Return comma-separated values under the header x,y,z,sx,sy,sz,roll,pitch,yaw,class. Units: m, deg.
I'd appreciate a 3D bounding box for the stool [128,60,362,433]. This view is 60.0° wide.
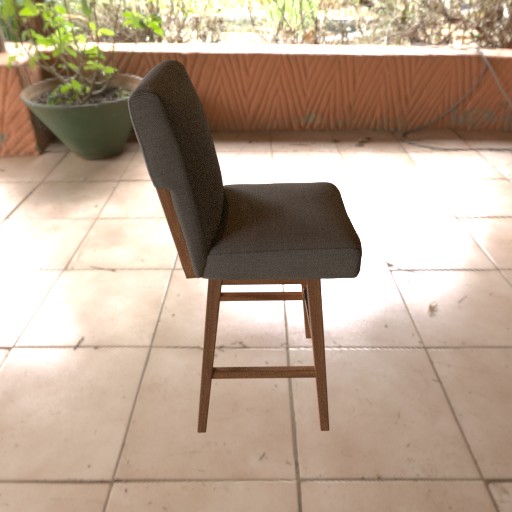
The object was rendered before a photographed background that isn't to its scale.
x,y,z,sx,sy,sz,roll,pitch,yaw,class
0.000,0.000,1.409,0.570,1.112,0.483,0,33,-1,stool
